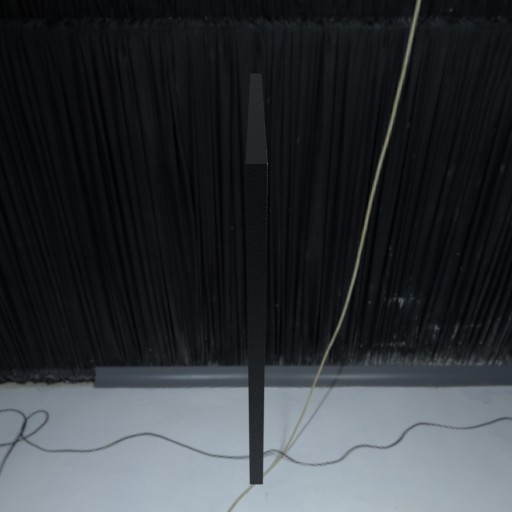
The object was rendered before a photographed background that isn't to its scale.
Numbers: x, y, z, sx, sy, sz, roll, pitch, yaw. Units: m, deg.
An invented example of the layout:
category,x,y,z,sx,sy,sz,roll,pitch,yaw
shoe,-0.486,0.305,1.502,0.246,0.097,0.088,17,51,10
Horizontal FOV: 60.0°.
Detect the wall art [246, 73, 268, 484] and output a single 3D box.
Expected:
category,x,y,z,sx,sy,sz,roll,pitch,yaw
wall art,0.000,0.000,1.161,0.031,0.775,0.773,0,31,0
